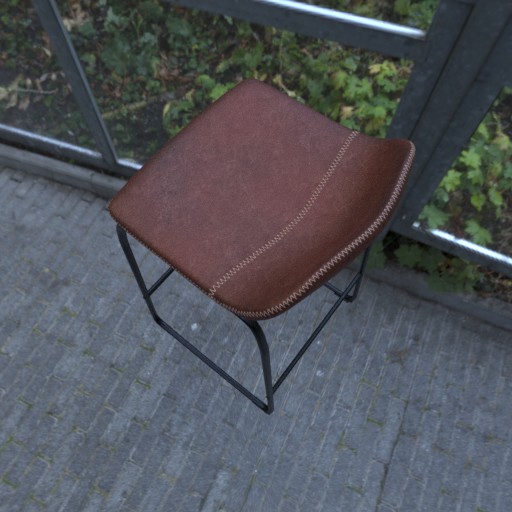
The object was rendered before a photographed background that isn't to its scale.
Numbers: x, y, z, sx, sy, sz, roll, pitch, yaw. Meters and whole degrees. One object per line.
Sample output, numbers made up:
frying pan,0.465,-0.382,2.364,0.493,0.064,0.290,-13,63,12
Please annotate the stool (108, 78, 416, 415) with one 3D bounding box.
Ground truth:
stool,0.000,0.000,1.059,0.473,0.830,0.454,35,69,16
